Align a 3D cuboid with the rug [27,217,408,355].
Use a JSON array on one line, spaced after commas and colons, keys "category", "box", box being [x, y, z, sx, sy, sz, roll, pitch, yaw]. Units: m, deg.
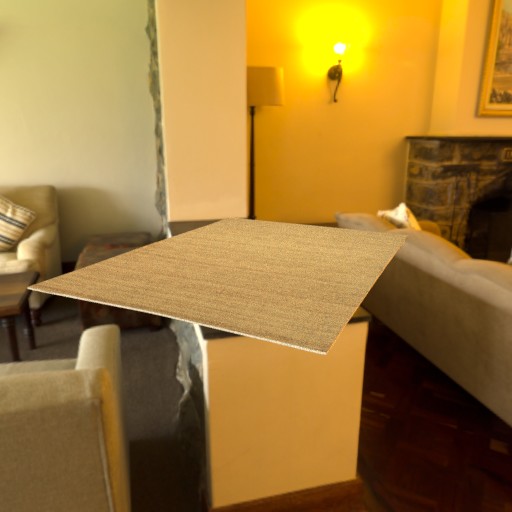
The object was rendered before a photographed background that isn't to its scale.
[{"category": "rug", "box": [0.000, 0.000, 4.337, 2.434, 0.045, 3.202, 8, 18, 25]}]
